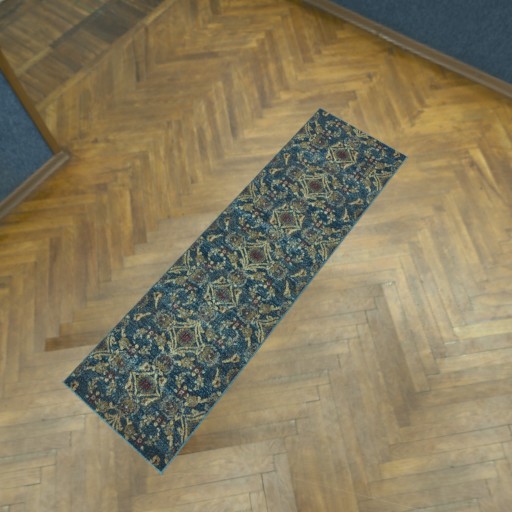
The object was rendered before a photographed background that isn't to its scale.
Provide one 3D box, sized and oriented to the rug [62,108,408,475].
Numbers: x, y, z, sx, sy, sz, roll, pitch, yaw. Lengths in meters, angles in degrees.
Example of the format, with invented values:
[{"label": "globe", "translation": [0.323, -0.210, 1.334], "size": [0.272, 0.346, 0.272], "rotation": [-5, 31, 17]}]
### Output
[{"label": "rug", "translation": [0.000, 0.000, 2.516], "size": [0.685, 0.014, 2.292], "rotation": [35, 69, 15]}]
